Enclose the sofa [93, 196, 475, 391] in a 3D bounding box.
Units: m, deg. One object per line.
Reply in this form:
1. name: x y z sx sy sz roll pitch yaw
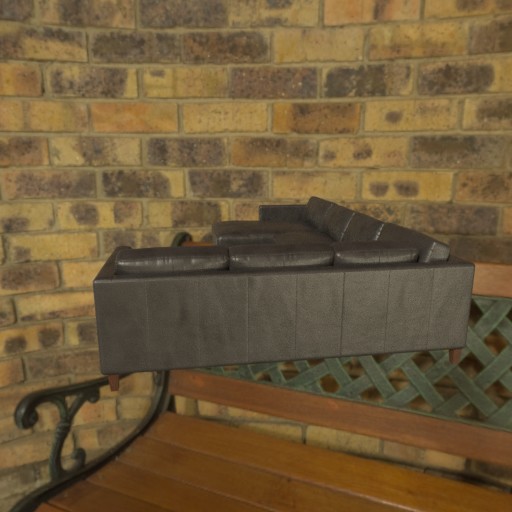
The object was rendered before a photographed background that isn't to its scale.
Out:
1. sofa: 0.000 0.000 4.415 2.452 0.891 3.324 -2 14 -9
